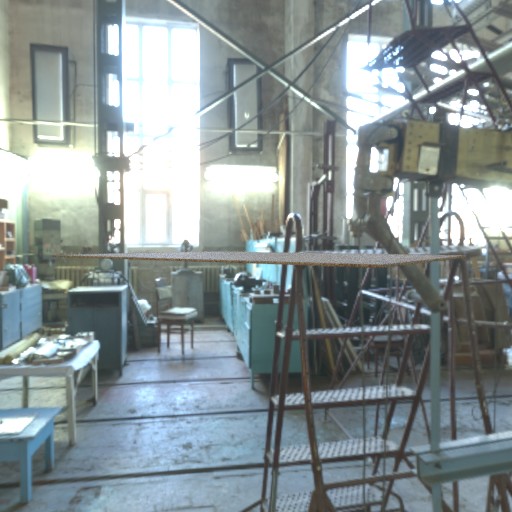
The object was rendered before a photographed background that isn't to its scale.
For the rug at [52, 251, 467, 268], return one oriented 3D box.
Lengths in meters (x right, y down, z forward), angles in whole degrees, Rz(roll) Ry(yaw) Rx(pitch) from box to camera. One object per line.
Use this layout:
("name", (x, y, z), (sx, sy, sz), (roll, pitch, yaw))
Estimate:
("rug", (0.000, 0.000, 2.937), (2.283, 0.013, 1.547), (1, 2, 36))
